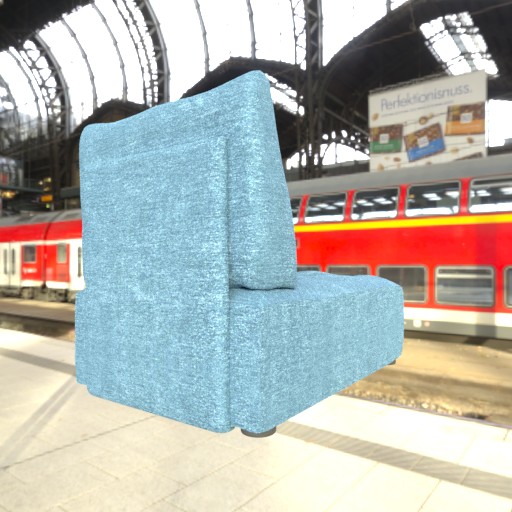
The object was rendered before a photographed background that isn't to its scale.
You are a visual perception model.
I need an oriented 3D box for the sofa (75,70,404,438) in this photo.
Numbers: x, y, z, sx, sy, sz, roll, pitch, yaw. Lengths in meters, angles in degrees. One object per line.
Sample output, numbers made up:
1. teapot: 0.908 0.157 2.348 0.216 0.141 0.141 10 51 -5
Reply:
1. sofa: 0.000 0.000 1.529 0.700 0.820 1.000 0 -1 36
